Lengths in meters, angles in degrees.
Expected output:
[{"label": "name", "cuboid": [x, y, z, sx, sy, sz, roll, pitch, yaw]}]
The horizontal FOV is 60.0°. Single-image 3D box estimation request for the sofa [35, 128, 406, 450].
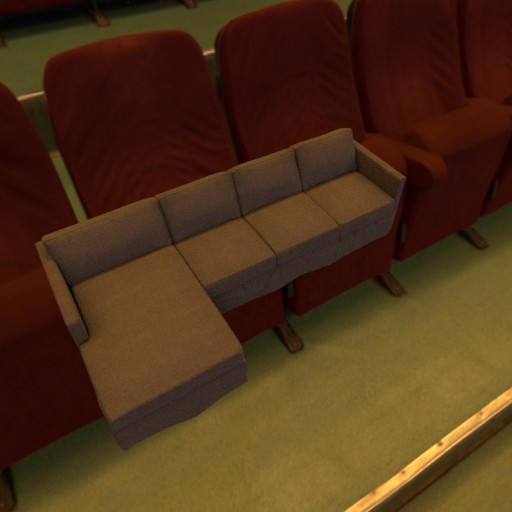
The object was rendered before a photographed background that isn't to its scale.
[{"label": "sofa", "cuboid": [0.000, 0.000, 3.821, 3.205, 0.922, 1.650, -24, 51, -21]}]
